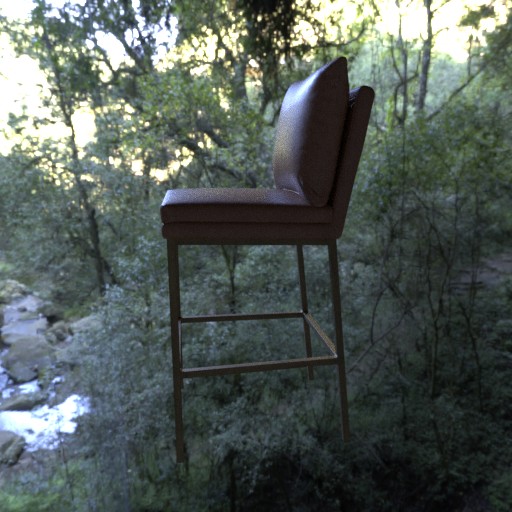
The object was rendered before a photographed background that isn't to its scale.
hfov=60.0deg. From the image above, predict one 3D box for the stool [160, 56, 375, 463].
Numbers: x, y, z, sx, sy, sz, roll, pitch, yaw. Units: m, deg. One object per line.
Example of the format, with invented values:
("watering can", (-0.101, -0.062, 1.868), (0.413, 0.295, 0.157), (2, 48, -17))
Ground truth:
("stool", (0.000, 0.000, 1.428), (0.571, 1.124, 0.463), (-2, 13, -9))
